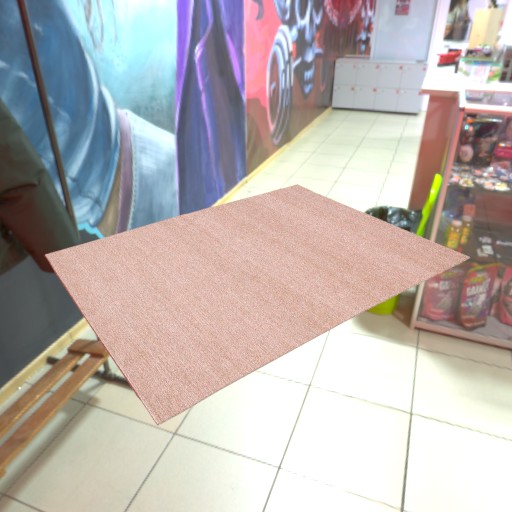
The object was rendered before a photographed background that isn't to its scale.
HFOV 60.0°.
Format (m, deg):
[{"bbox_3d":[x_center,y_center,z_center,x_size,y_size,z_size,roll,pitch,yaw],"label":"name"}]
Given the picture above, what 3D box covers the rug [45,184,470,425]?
[{"bbox_3d":[0.000,0.000,4.171,3.202,0.045,2.434,-20,35,-31],"label":"rug"}]
